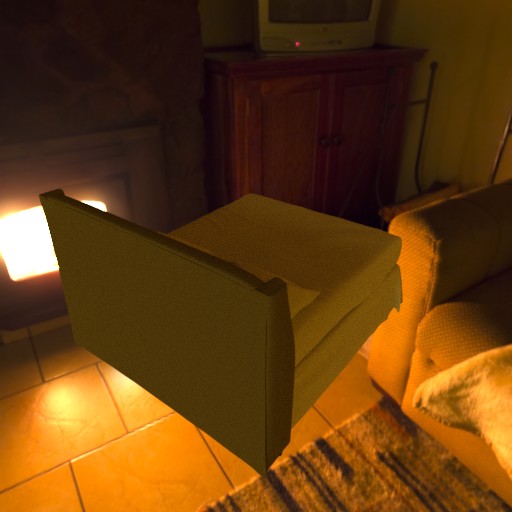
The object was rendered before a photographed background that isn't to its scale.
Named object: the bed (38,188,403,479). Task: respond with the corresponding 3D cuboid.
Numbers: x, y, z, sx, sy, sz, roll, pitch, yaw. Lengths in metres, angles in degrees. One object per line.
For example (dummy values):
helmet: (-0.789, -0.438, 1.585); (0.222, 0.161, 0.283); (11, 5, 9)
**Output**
bed: (0.000, 0.000, 3.499); (1.925, 1.332, 2.276); (21, 36, 32)
